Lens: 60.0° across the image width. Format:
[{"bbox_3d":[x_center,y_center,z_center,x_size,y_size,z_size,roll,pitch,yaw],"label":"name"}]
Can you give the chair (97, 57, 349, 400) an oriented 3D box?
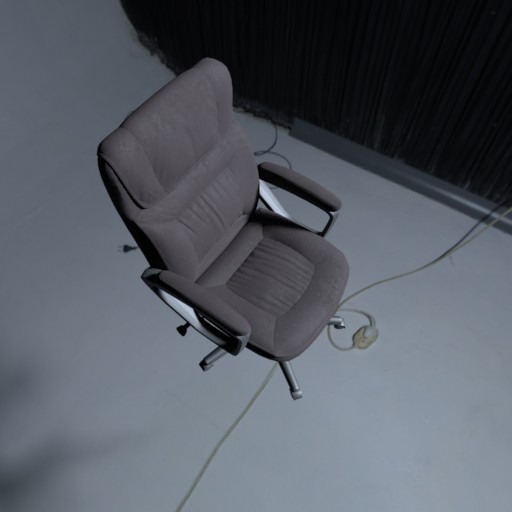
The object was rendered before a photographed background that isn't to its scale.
[{"bbox_3d":[0.000,0.000,1.576,0.724,1.105,0.667,30,63,17],"label":"chair"}]
